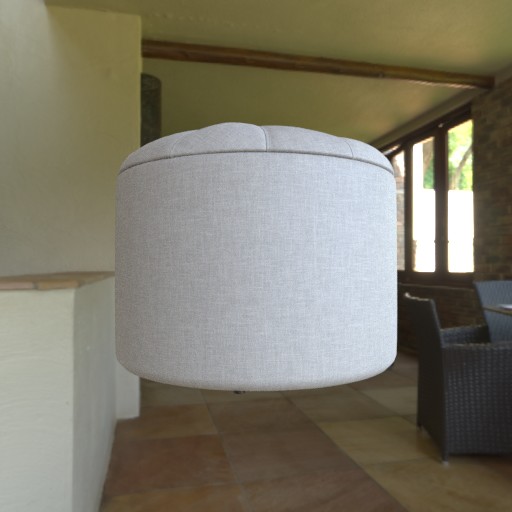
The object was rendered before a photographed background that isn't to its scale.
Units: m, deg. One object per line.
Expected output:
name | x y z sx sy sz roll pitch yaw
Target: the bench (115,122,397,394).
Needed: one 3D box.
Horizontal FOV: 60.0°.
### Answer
bench | 0.000 0.000 0.990 0.600 0.453 0.600 0 -1 0
